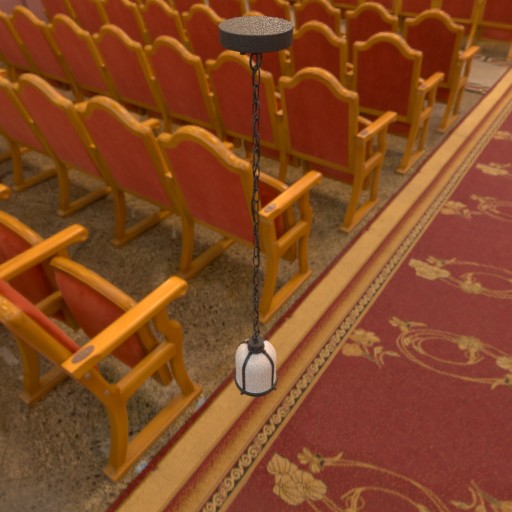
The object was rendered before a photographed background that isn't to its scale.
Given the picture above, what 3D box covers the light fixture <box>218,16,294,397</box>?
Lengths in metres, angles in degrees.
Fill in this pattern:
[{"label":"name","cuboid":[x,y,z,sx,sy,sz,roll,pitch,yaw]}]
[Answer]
[{"label":"light fixture","cuboid":[0.000,0.000,1.244,0.178,1.181,0.178,25,47,26]}]
